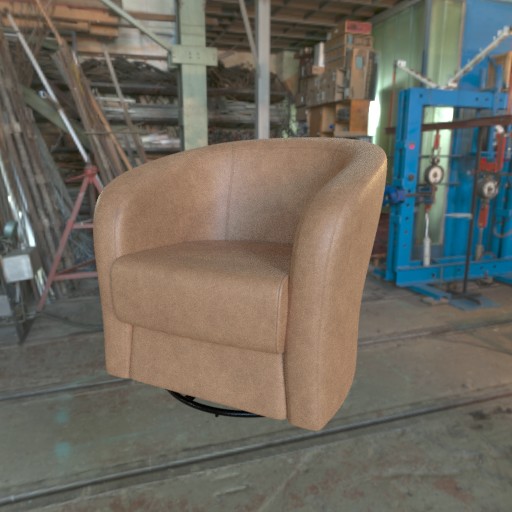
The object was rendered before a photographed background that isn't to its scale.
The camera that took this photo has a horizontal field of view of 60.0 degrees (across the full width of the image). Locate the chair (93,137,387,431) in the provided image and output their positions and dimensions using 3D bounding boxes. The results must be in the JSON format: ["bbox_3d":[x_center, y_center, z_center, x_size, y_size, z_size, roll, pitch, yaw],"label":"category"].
[{"bbox_3d":[0.000,0.000,1.443,0.791,0.771,0.815,6,14,25],"label":"chair"}]
